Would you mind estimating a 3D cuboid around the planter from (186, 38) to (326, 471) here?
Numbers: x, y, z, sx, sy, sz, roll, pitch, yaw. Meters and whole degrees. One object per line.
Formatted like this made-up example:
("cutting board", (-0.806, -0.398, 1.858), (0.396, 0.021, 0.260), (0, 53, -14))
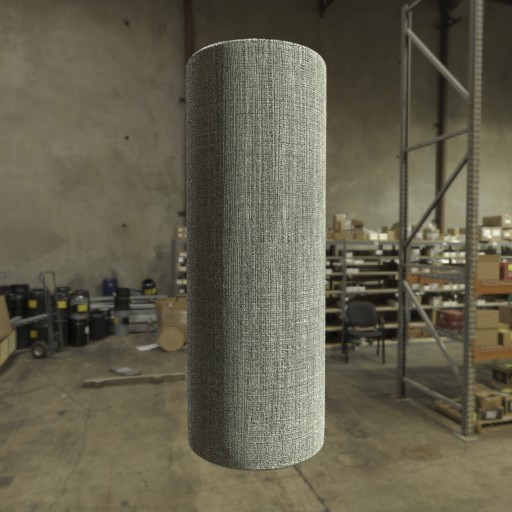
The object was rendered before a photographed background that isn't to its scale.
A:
("planter", (0.000, 0.000, 0.323), (0.100, 0.270, 0.100), (-1, 2, -17))
